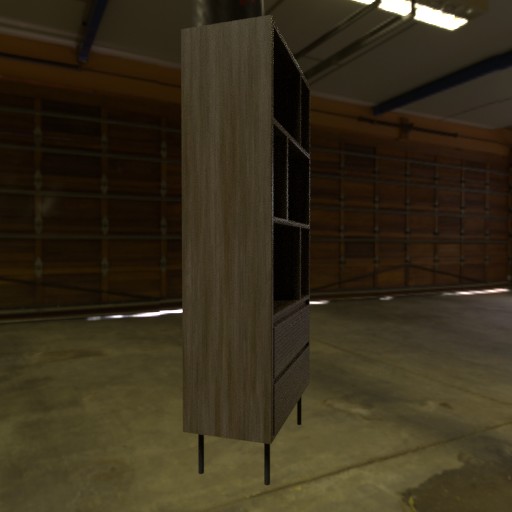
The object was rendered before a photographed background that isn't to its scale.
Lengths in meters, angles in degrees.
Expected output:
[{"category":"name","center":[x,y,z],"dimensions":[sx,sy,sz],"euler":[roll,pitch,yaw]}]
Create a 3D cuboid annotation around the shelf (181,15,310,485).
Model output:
[{"category":"shelf","center":[0.000,0.000,1.788],"dimensions":[0.323,1.545,0.670],"euler":[0,1,17]}]
